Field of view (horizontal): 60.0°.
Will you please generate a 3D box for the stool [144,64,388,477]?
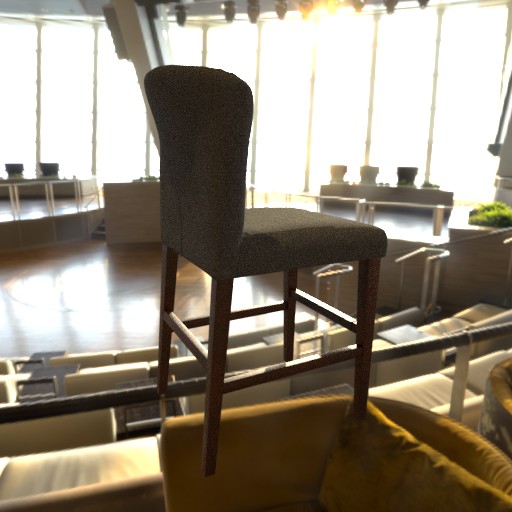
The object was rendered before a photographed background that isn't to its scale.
[{"bbox_3d":[0.000,0.000,1.275,0.568,0.968,0.479,-7,16,-27],"label":"stool"}]
